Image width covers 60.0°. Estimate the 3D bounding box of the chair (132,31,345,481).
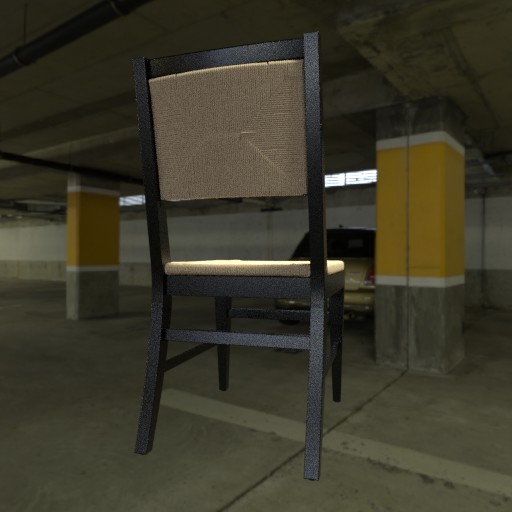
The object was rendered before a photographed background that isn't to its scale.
[{"bbox_3d":[0.000,0.000,1.222,0.437,0.927,0.552,0,0,17],"label":"chair"}]
